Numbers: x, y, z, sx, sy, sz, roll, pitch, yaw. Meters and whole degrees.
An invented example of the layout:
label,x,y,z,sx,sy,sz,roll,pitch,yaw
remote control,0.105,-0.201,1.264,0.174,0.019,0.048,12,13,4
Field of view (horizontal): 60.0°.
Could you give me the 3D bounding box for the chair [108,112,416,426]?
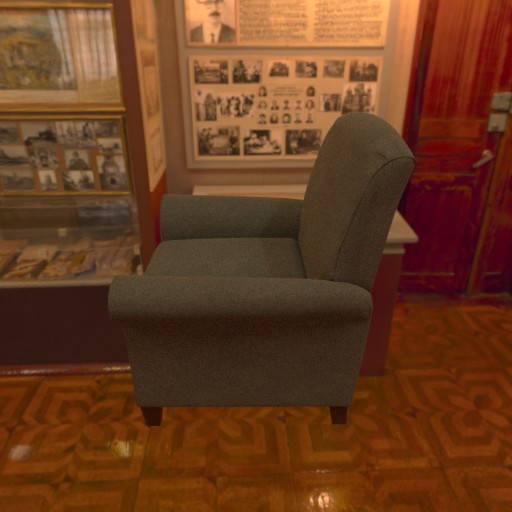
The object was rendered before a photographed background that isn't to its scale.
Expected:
label,x,y,z,sx,sy,sz,roll,pitch,yaw
chair,0.000,0.000,1.749,0.905,1.061,0.978,0,25,-1
